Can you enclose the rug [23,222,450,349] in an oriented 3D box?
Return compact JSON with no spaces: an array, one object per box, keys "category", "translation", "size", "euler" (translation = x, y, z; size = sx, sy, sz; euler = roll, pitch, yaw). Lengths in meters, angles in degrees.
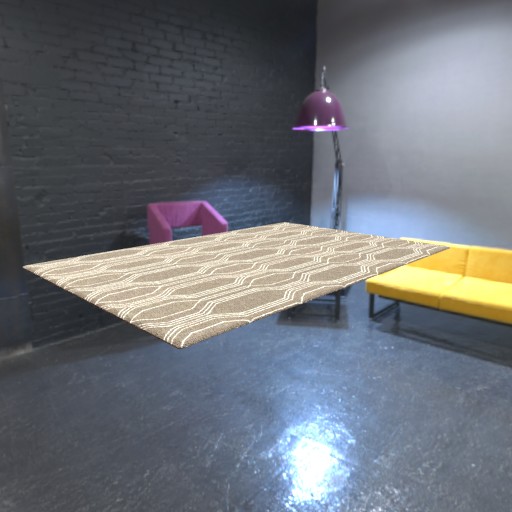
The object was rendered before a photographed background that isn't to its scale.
[{"category":"rug","translation":[0.000,0.000,2.264],"size":[1.239,0.012,1.836],"euler":[13,18,43]}]
